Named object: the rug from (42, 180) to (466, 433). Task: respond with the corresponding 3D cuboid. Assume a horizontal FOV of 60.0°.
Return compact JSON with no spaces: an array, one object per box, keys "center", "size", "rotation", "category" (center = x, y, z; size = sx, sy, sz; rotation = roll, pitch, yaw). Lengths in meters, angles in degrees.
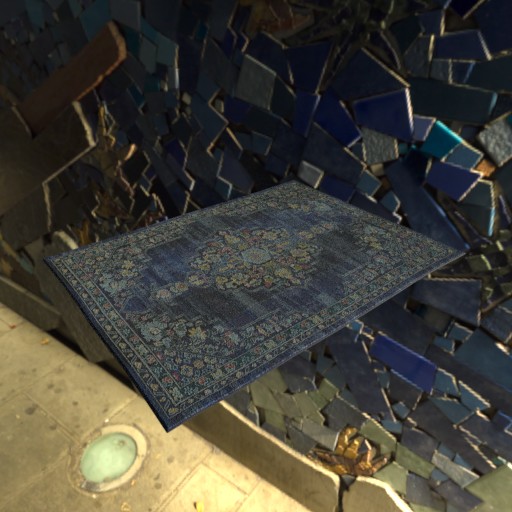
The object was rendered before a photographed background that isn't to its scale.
[{"center":[0.000,0.000,4.703],"size":[3.612,0.035,2.716],"rotation":[-22,38,-32],"category":"rug"}]
